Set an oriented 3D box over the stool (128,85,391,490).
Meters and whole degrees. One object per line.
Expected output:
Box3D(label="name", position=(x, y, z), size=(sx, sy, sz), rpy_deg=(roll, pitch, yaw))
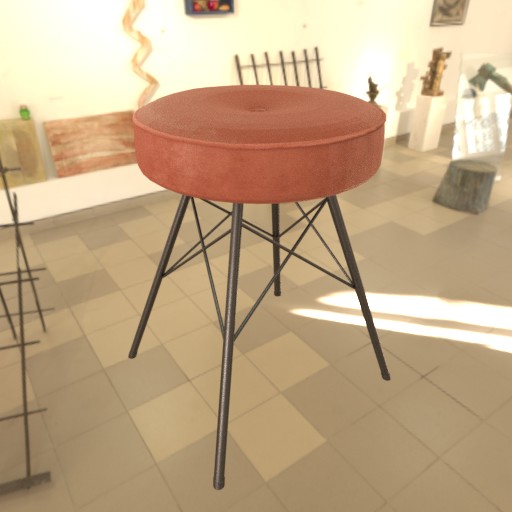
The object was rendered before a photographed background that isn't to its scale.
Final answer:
Box3D(label="stool", position=(0.000, 0.000, 0.874), size=(0.457, 0.593, 0.421), rpy_deg=(-20, 35, -30))
